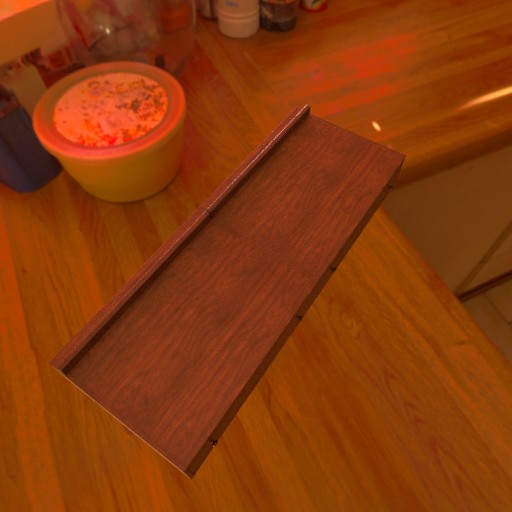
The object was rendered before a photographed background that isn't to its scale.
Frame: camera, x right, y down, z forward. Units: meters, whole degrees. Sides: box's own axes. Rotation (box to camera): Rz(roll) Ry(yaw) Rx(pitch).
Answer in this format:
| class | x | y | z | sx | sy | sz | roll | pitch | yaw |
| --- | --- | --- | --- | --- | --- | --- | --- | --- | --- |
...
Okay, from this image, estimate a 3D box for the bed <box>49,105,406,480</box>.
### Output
| class | x | y | z | sx | sy | sz | roll | pitch | yaw |
| --- | --- | --- | --- | --- | --- | --- | --- | --- | --- |
| bed | 0.000 | 0.000 | 2.366 | 0.787 | 0.326 | 2.057 | 30 | 62 | 18 |
